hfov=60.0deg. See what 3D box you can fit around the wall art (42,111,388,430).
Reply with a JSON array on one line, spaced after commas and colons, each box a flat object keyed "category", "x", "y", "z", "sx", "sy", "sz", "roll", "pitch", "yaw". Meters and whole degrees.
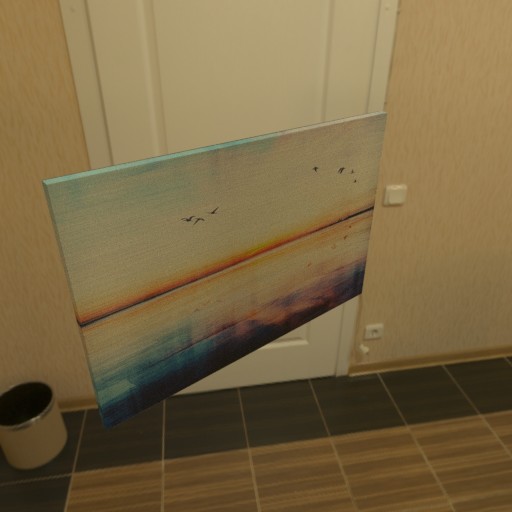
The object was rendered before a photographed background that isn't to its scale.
[{"category": "wall art", "x": 0.000, "y": 0.000, "z": 0.756, "sx": 0.604, "sy": 0.402, "sz": 0.018, "roll": -21, "pitch": 36, "yaw": -33}]
